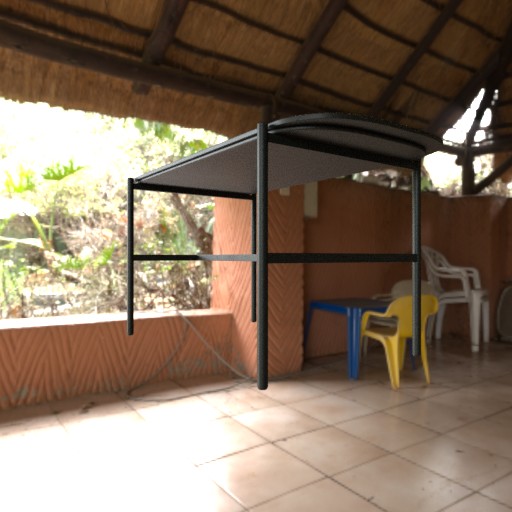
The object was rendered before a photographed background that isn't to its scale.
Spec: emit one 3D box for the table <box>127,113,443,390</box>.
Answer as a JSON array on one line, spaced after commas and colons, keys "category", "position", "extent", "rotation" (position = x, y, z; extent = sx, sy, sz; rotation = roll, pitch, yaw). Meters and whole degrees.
[{"category": "table", "position": [0.000, 0.000, 1.008], "extent": [0.400, 0.400, 0.800], "rotation": [0, 0, -36]}]
